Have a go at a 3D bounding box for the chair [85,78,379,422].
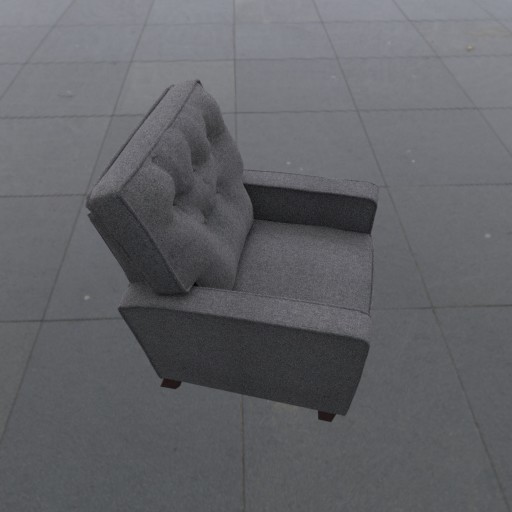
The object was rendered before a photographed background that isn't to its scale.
[{"bbox_3d":[0.000,0.000,1.423,0.775,0.889,0.650,9,47,9],"label":"chair"}]
